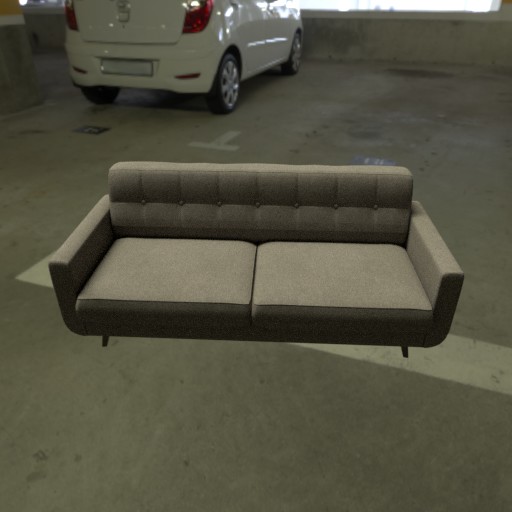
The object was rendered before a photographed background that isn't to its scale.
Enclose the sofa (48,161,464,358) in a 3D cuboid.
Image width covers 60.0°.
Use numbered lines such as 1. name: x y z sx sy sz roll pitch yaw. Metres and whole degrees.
1. sofa: 0.000 0.000 2.553 2.029 0.841 0.909 2 31 3
